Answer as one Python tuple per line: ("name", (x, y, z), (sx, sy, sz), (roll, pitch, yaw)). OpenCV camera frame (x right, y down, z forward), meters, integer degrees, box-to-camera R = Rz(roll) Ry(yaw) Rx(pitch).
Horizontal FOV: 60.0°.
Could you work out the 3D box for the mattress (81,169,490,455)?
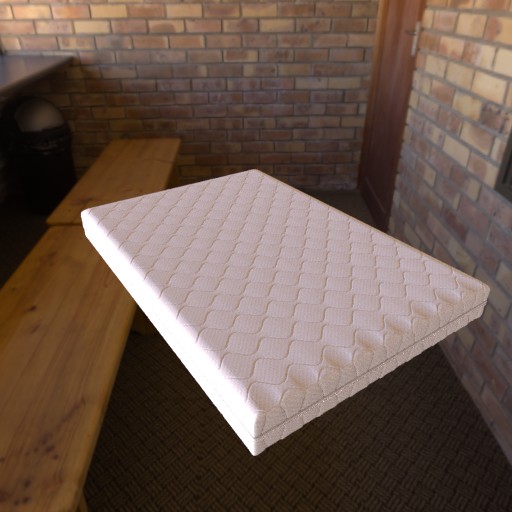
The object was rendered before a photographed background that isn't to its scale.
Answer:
("mattress", (0.000, 0.000, 2.544), (1.400, 0.200, 2.000), (-19, 36, -29))
